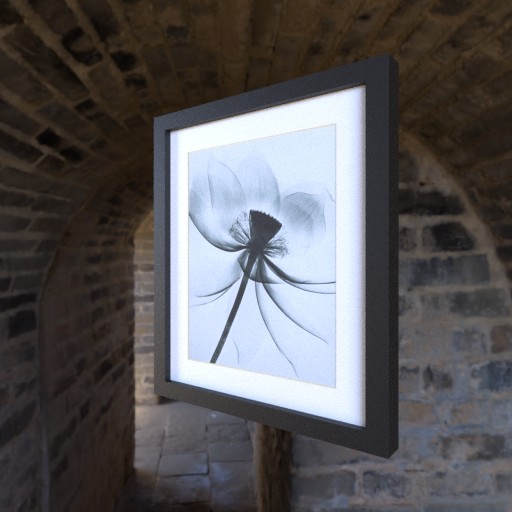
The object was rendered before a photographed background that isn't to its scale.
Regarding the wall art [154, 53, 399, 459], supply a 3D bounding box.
[{"bbox_3d":[0.000,0.000,0.525,0.330,0.381,0.029,0,0,37],"label":"wall art"}]
